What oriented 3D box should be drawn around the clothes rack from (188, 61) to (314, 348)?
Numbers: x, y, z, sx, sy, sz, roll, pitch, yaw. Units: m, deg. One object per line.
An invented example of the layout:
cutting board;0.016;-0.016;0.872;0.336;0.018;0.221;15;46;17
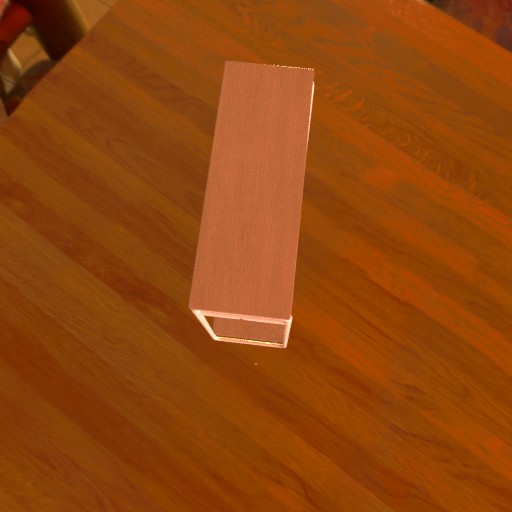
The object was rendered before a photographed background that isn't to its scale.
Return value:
clothes rack;0.000;0.000;1.789;0.400;1.512;0.640;6;76;2
